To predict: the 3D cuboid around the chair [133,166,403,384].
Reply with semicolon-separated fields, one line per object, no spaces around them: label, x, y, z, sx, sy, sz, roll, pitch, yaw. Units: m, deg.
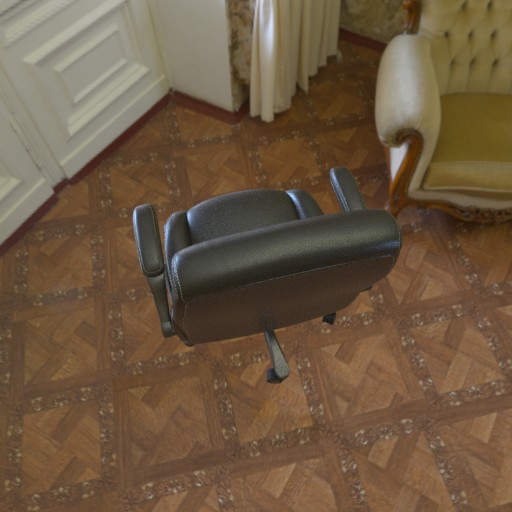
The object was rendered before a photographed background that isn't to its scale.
chair;0.000;0.000;1.606;0.782;1.110;0.724;-12;59;-7
